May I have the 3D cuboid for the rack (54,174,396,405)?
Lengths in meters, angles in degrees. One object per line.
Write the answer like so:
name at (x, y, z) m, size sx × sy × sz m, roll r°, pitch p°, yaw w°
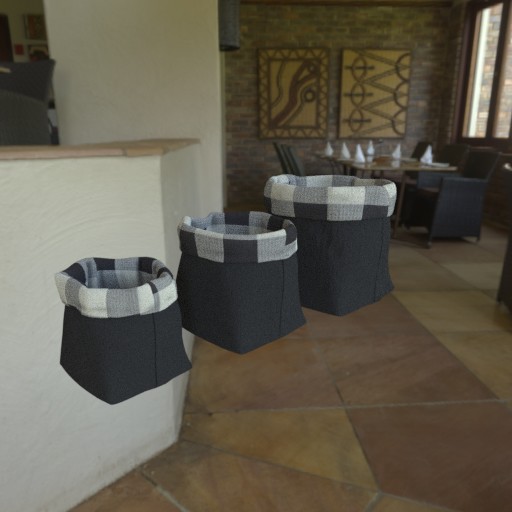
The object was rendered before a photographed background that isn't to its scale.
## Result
rack at (0.000, 0.000, 1.060) m, size 0.889 × 0.329 × 0.370 m, roll -15°, pitch 21°, yaw -43°
